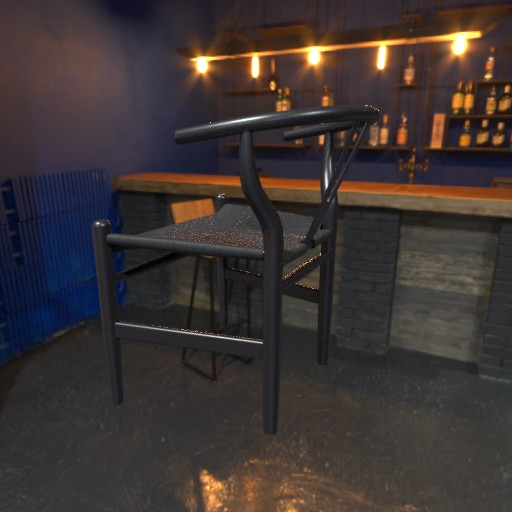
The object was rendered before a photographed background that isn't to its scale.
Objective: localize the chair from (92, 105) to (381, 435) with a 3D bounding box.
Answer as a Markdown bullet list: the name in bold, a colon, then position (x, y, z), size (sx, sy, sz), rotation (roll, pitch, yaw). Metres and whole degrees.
- **chair**: position (0.000, 0.000, 1.162), size (0.579, 0.730, 0.569), rotation (8, 17, 27)
